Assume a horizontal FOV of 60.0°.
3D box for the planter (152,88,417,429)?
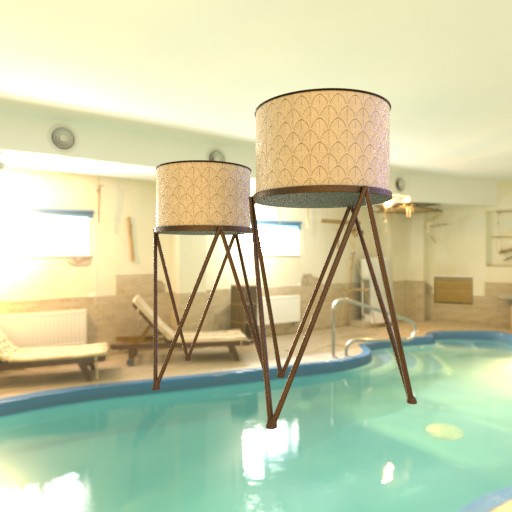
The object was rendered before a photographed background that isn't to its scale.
[{"bbox_3d":[0.000,0.000,1.189,0.769,0.712,0.413,0,0,36],"label":"planter"}]
